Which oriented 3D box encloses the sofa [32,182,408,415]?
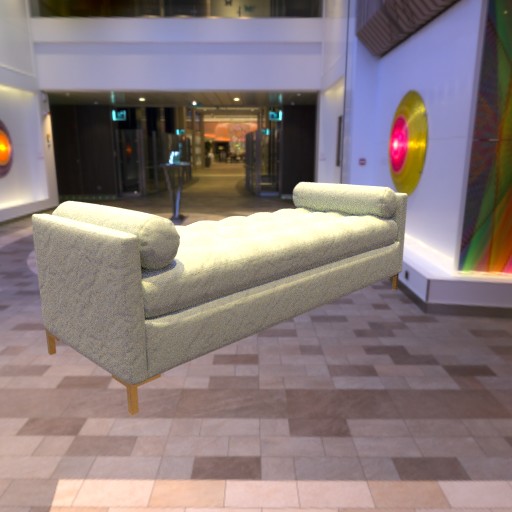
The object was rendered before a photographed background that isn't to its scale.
[{"bbox_3d":[0.000,0.000,2.484,0.796,0.705,2.102,12,18,42],"label":"sofa"}]
